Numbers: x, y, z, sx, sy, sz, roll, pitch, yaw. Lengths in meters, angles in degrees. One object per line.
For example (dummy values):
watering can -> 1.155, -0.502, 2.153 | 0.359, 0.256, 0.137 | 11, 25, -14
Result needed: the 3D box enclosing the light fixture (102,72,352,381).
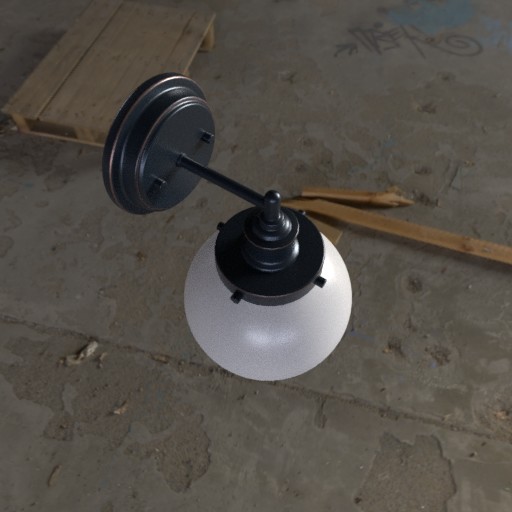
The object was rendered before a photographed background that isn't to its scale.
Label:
light fixture -> 0.000, 0.000, 0.473 | 0.230, 0.332, 0.197 | 29, 62, 17
